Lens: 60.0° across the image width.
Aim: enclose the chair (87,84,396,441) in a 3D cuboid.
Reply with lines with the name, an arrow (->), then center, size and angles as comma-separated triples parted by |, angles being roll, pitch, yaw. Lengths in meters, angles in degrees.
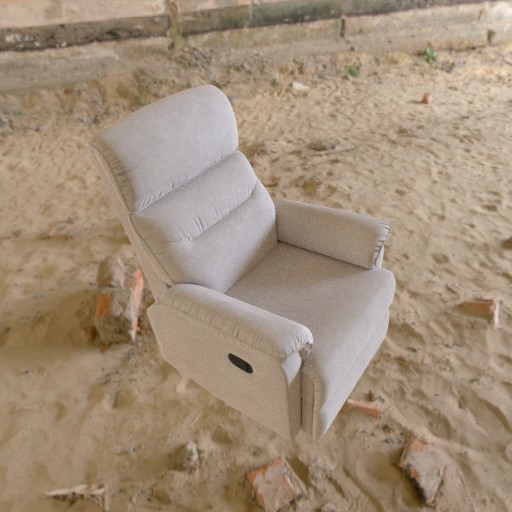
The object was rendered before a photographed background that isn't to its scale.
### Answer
chair -> 0.000, 0.000, 1.727 | 1.001, 1.039, 0.820 | 25, 46, 26
